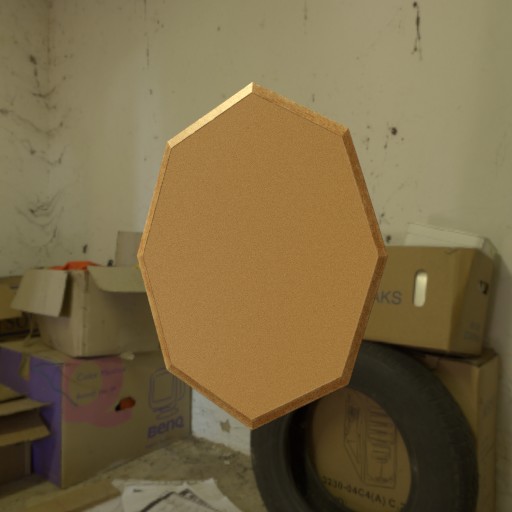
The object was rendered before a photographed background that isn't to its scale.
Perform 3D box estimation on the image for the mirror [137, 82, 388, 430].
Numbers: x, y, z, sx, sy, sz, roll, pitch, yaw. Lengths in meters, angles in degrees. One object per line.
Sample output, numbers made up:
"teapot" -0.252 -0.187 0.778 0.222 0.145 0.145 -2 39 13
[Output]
"mirror" 0.000 0.000 1.013 0.577 0.774 0.070 0 0 16
